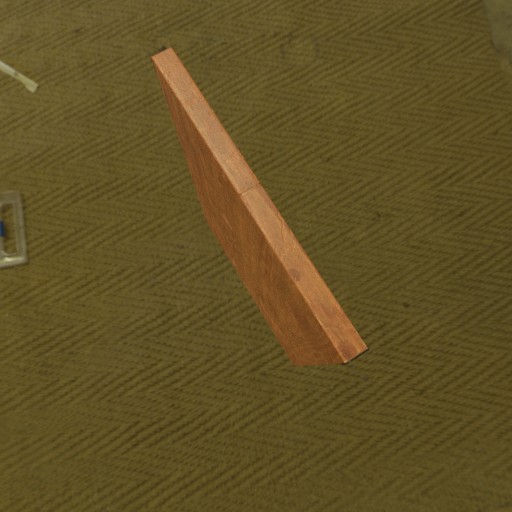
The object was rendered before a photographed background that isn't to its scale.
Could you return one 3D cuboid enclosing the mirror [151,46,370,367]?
[{"bbox_3d":[0.000,0.000,0.969,0.053,0.761,0.517,-30,78,-7],"label":"mirror"}]
